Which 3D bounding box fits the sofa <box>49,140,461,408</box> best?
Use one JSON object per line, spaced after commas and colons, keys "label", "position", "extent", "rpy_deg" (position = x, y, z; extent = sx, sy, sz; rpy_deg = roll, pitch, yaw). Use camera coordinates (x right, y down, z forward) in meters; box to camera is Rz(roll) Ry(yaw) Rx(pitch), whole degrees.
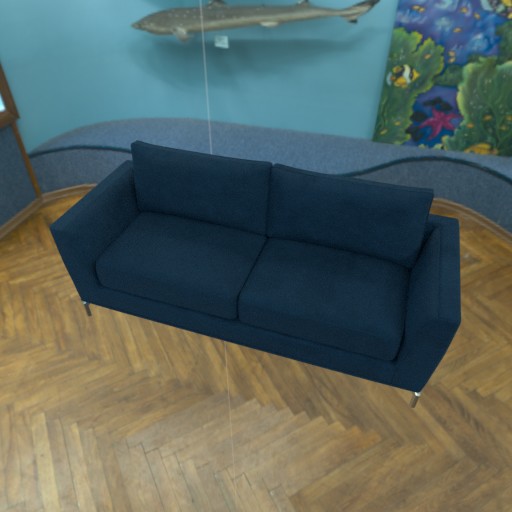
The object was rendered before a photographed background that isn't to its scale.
{"label": "sofa", "position": [0.000, 0.000, 2.691], "extent": [2.212, 0.998, 0.853], "rpy_deg": [12, 42, 14]}
